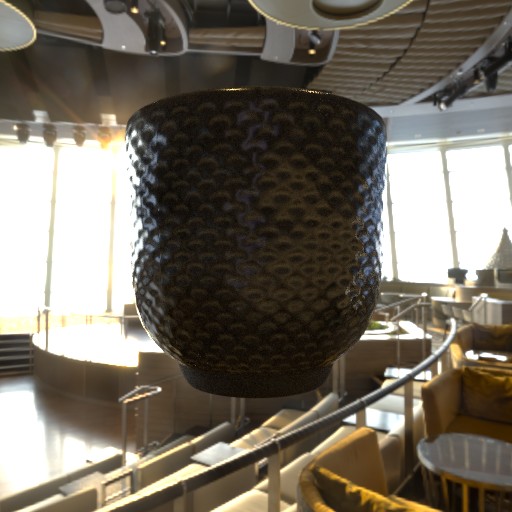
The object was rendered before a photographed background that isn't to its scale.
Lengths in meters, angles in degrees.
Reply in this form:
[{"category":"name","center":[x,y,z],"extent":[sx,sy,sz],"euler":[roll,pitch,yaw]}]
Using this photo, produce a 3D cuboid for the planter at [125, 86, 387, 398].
[{"category":"planter","center":[0.000,0.000,0.345],"extent":[0.197,0.191,0.197],"euler":[0,-1,0]}]
